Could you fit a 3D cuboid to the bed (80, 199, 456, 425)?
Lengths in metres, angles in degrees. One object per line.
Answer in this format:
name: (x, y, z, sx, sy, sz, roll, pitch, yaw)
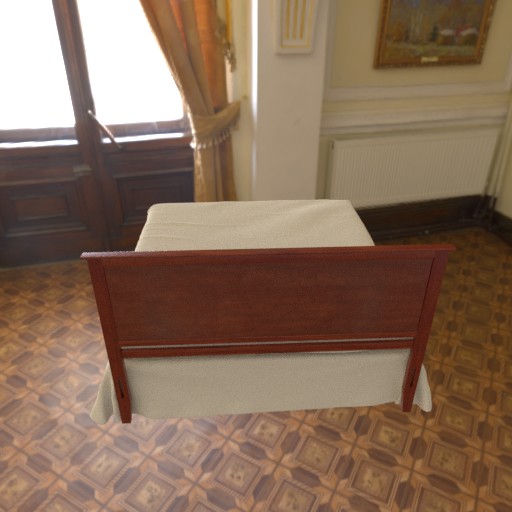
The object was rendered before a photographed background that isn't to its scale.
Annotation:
bed: (0.000, 0.000, 3.611, 2.314, 1.271, 2.219, -1, 29, -2)
